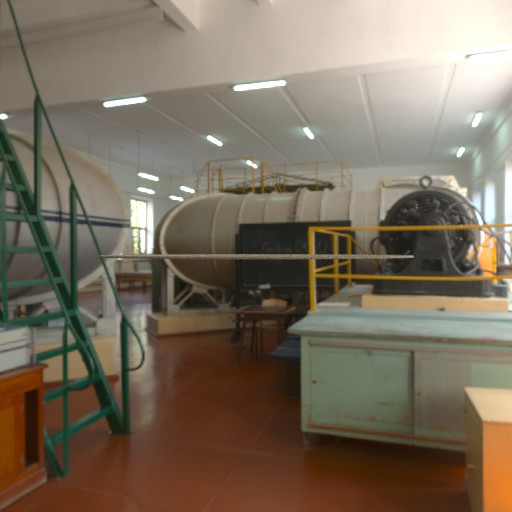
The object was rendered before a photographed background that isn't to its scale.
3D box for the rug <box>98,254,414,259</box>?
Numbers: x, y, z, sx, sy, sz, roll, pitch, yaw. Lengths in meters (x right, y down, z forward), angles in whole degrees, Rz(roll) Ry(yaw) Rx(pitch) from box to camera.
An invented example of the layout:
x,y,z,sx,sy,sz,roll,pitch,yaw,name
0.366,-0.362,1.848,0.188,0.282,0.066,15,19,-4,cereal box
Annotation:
x,y,z,sx,sy,sz,roll,pitch,yaw,name
0.000,0.000,2.383,1.598,0.010,1.598,0,1,0,rug
